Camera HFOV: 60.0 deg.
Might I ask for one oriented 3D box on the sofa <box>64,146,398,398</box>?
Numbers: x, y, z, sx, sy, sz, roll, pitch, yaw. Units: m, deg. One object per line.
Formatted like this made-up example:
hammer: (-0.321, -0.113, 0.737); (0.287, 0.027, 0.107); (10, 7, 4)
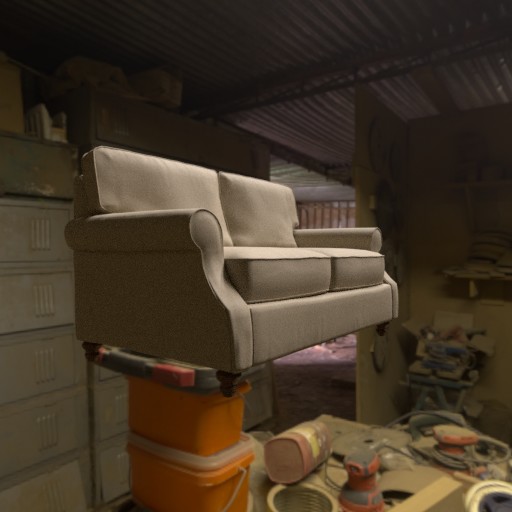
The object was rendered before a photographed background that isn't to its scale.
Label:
sofa: (0.000, 0.000, 2.274); (0.964, 0.937, 1.665); (0, 1, 37)
